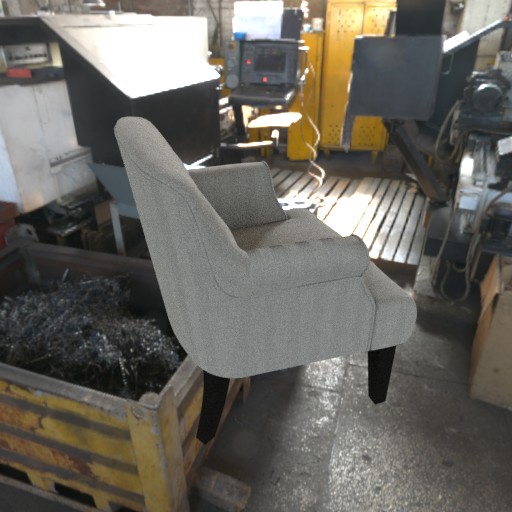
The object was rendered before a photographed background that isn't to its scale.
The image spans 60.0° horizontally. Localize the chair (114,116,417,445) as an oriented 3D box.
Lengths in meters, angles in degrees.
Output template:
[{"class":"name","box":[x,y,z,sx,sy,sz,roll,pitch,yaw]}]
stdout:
[{"class":"chair","box":[0.000,0.000,1.431,0.755,0.880,0.772,-10,30,-17]}]
